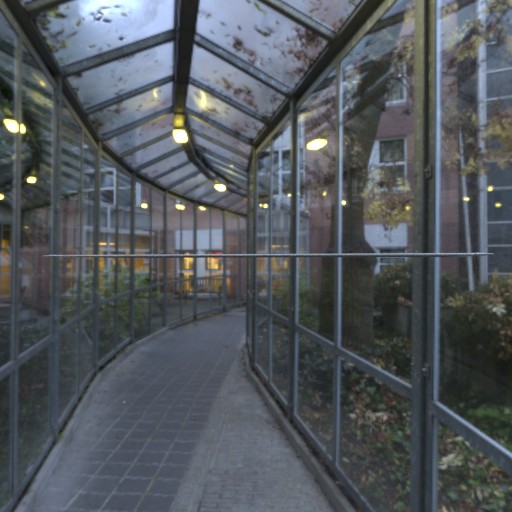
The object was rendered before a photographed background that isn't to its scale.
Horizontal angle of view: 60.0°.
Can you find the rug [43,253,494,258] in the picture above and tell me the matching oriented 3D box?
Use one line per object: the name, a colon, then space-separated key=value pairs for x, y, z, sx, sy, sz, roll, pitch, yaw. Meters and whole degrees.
rug: x=0.000 y=0.000 z=2.690 sx=2.449 sy=0.011 sz=0.774 roll=0 pitch=-1 yaw=16
